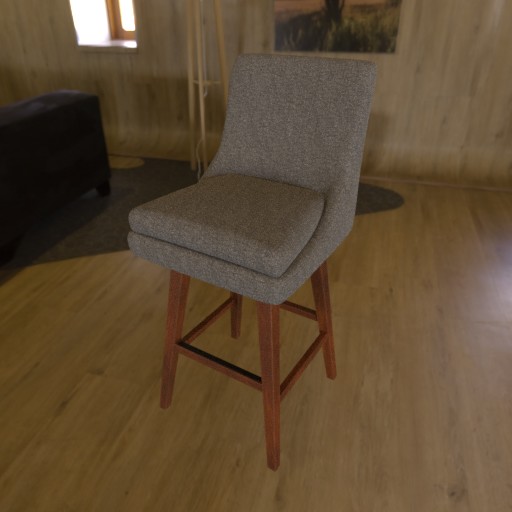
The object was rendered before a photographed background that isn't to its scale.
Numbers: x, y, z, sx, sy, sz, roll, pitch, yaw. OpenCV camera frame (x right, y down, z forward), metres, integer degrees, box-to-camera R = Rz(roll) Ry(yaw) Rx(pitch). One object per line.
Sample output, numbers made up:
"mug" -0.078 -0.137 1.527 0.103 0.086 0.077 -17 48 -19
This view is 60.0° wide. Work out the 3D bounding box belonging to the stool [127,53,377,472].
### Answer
"stool" 0.000 0.000 1.341 0.489 1.068 0.572 17 34 27
